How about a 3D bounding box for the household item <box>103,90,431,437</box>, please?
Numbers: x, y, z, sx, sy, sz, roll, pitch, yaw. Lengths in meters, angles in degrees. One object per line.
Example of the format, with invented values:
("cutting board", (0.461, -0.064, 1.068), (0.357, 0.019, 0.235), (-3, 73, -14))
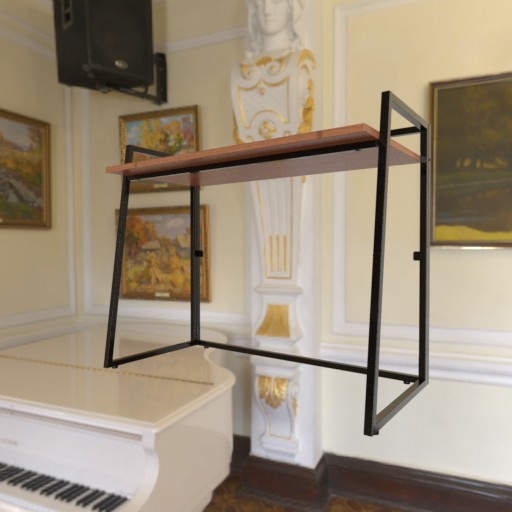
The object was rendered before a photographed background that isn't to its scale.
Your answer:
("household item", (0.000, 0.000, 1.558), (1.050, 0.860, 0.510), (1, 1, 36))
